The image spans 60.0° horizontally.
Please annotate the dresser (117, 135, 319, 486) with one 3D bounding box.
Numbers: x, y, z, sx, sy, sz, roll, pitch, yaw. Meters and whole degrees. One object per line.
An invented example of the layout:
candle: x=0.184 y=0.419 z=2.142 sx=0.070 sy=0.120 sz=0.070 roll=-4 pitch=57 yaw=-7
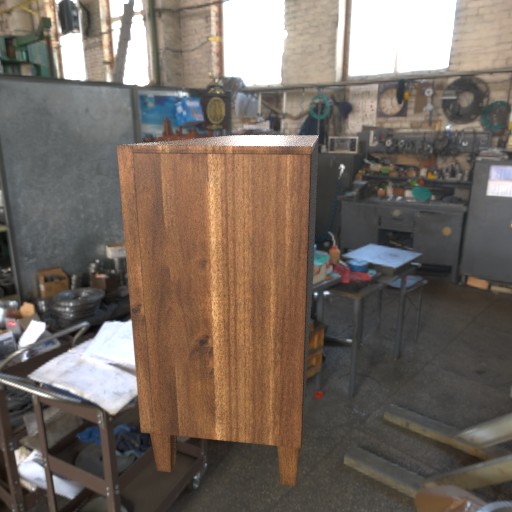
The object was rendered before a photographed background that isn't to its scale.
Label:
dresser: x=0.000 y=0.000 z=1.739 sx=0.438 sy=0.892 sz=1.387 roll=2 pitch=16 yaw=8
